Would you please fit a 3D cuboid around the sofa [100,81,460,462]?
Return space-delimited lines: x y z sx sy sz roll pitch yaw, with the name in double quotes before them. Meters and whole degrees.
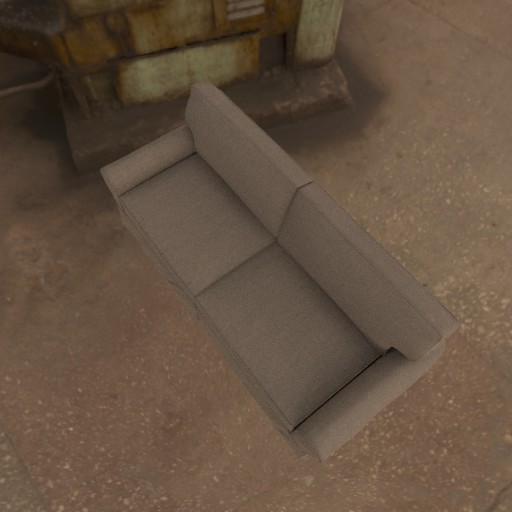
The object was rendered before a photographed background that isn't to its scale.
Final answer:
"sofa" 0.000 0.000 2.733 0.991 0.943 2.248 -34 67 -17
